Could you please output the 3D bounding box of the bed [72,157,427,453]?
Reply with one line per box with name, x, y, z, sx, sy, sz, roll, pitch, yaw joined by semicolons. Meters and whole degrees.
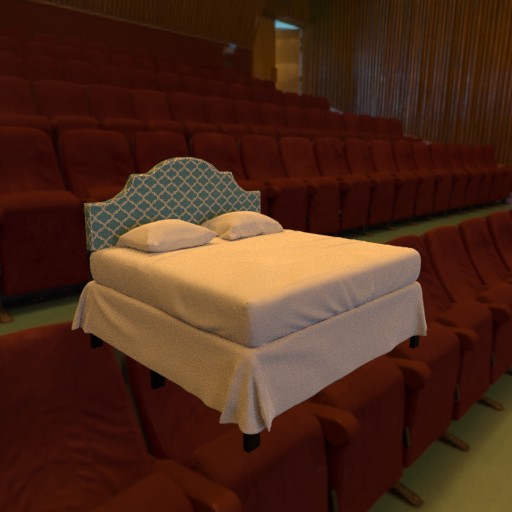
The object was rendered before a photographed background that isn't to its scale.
bed;0.000;0.000;3.682;2.314;1.601;2.222;-12;17;-43
